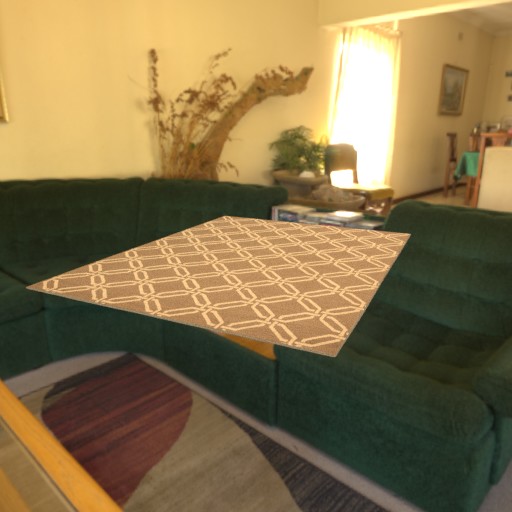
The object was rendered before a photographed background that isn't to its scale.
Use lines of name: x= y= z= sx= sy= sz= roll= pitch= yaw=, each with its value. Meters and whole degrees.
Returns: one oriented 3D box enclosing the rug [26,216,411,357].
rug: x=0.000 y=0.000 z=3.964 sx=2.288 sy=0.018 sz=2.895 roll=8 pitch=18 yaw=25
